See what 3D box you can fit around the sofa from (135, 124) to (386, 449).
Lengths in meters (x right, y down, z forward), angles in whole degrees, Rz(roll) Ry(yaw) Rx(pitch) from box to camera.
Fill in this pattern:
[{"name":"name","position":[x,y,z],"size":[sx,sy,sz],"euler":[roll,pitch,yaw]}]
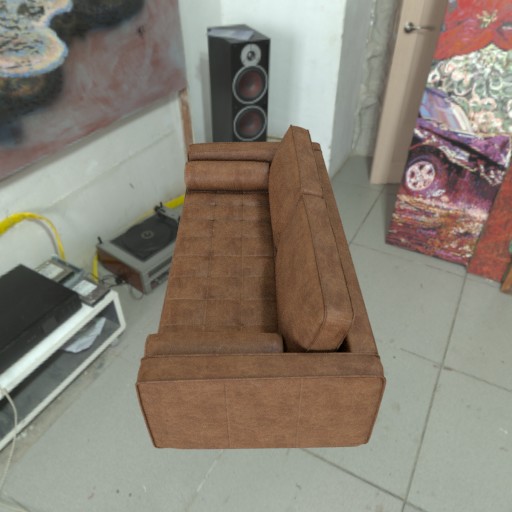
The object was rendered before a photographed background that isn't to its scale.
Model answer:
[{"name":"sofa","position":[0.000,0.000,2.418],"size":[0.924,0.825,1.920],"euler":[-1,40,-1]}]
